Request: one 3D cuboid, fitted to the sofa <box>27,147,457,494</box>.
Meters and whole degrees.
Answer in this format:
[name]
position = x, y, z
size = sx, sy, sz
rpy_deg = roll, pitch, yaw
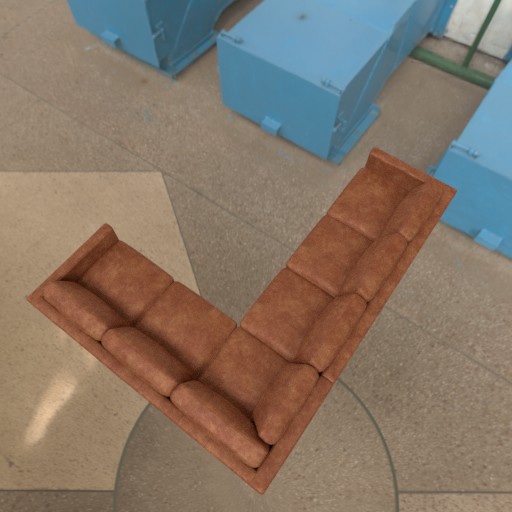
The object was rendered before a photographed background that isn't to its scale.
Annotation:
[sofa]
position = 0.000, 0.000, 4.157
size = 2.438, 0.838, 3.167
rpy_deg = 33, 67, 16
